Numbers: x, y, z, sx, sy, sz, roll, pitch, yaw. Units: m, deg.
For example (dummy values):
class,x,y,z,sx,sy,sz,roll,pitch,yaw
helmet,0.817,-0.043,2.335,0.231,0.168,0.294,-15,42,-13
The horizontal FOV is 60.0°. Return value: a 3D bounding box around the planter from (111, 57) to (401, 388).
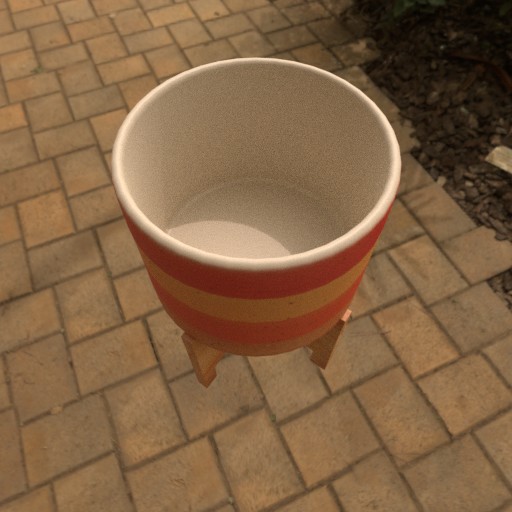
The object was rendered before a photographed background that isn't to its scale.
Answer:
class,x,y,z,sx,sy,sz,roll,pitch,yaw
planter,0.000,0.000,0.554,0.269,0.379,0.269,0,58,0
